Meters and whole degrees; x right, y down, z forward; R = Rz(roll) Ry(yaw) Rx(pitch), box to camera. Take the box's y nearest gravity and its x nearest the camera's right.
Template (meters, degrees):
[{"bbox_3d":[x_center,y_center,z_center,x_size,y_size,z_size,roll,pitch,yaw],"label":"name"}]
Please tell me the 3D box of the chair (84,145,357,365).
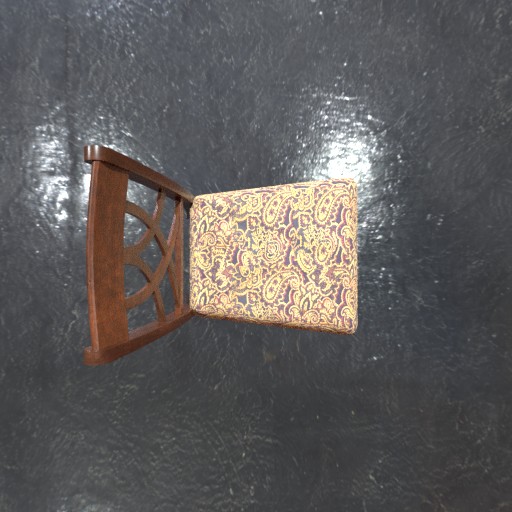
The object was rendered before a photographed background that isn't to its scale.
[{"bbox_3d":[0.000,0.000,1.250,0.584,0.965,0.457,0,90,2],"label":"chair"}]
